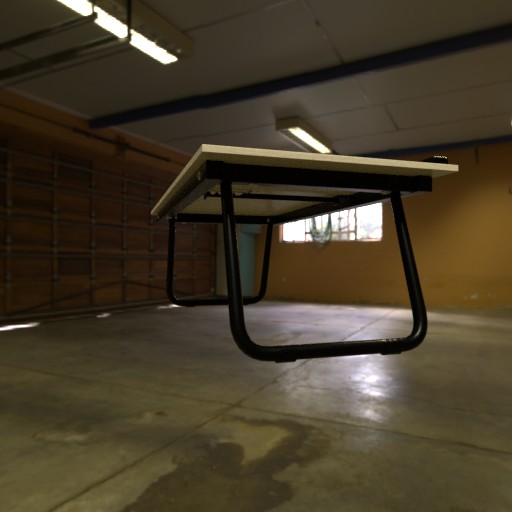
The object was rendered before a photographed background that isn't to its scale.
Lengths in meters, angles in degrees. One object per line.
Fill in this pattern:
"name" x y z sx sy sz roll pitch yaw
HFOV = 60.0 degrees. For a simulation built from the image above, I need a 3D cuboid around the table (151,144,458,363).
"table" 0.000 0.000 0.805 0.322 0.242 0.644 0 -1 -18
